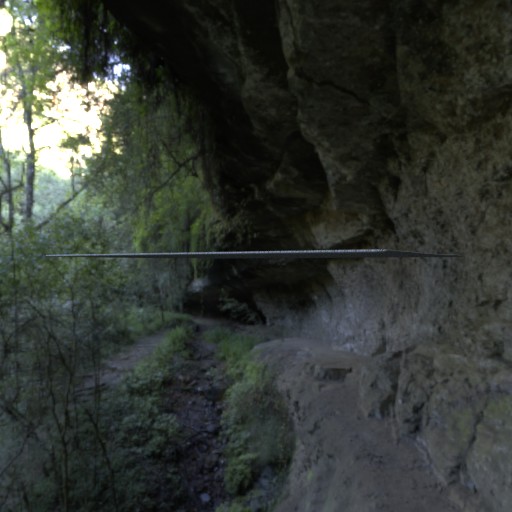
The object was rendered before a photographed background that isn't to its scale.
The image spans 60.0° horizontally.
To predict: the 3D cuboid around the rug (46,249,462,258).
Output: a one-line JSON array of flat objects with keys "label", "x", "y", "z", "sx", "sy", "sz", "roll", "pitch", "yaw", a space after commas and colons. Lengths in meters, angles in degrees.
[{"label": "rug", "x": 0.000, "y": 0.000, "z": 5.112, "sx": 3.935, "sy": 0.025, "sz": 2.782, "roll": -1, "pitch": -1, "yaw": 34}]
